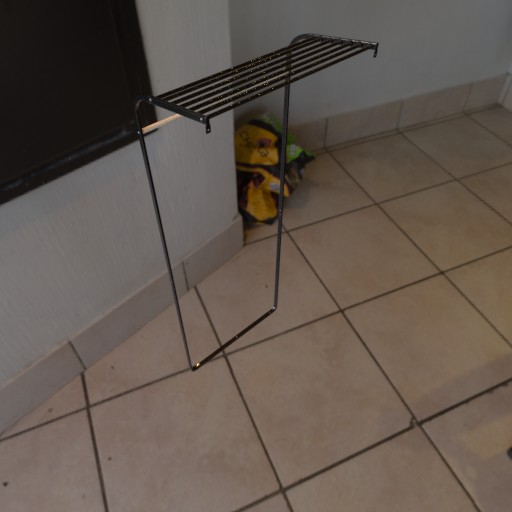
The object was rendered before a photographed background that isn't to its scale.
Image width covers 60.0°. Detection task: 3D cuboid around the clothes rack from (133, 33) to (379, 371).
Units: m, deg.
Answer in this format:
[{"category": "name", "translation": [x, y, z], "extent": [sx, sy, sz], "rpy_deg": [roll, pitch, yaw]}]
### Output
[{"category": "clothes rack", "translation": [0.000, 0.000, 1.752], "extent": [0.609, 1.574, 0.349], "rpy_deg": [-33, 55, -27]}]
